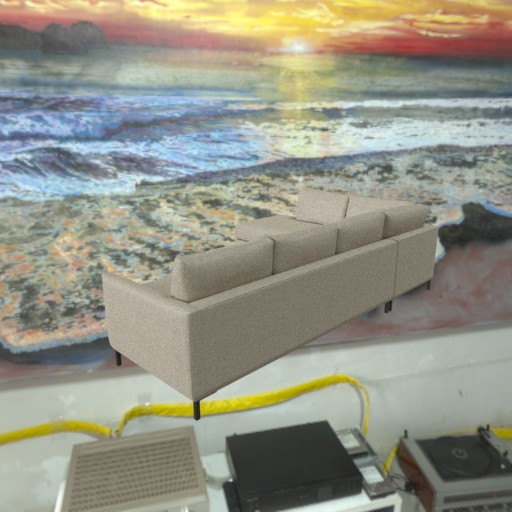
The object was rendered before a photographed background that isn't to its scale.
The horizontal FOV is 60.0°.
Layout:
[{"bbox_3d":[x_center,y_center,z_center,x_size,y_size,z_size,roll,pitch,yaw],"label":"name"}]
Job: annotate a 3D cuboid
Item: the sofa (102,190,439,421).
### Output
[{"bbox_3d":[0.000,0.000,3.153,1.617,0.703,2.423,15,21,43],"label":"sofa"}]
